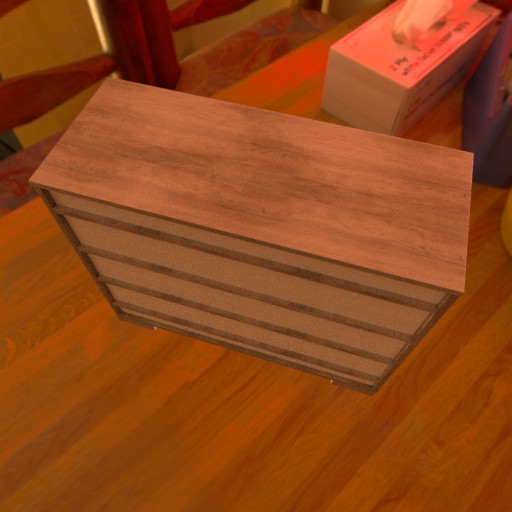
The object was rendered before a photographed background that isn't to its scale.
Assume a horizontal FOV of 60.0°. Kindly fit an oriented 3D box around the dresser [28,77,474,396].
[{"bbox_3d":[0.000,0.000,1.409,0.994,0.816,0.404,15,59,9],"label":"dresser"}]
